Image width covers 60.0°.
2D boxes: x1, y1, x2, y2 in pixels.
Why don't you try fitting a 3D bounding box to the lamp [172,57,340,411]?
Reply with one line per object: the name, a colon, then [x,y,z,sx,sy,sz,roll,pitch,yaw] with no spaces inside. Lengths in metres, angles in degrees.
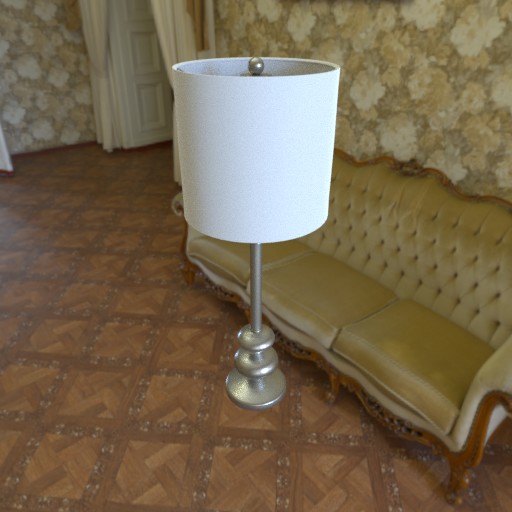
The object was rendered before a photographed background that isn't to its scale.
lamp: [0.000,0.000,0.838,0.254,0.690,0.254,1,29,2]
